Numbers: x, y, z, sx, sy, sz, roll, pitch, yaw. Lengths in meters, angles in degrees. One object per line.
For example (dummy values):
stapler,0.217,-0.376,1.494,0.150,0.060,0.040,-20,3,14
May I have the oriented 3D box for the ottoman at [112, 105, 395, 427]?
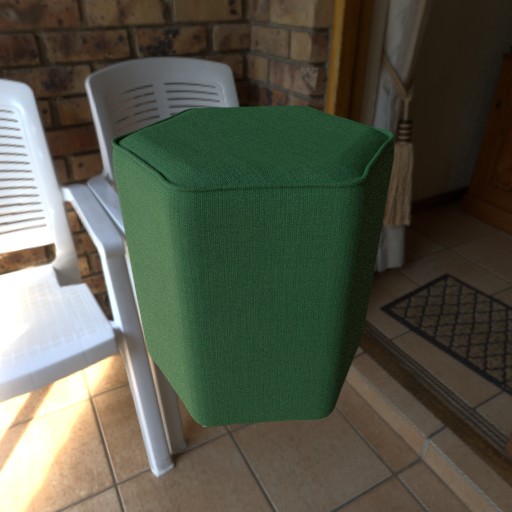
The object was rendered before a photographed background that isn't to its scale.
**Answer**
ottoman,0.000,0.000,0.894,0.444,0.507,0.499,-20,37,-29
